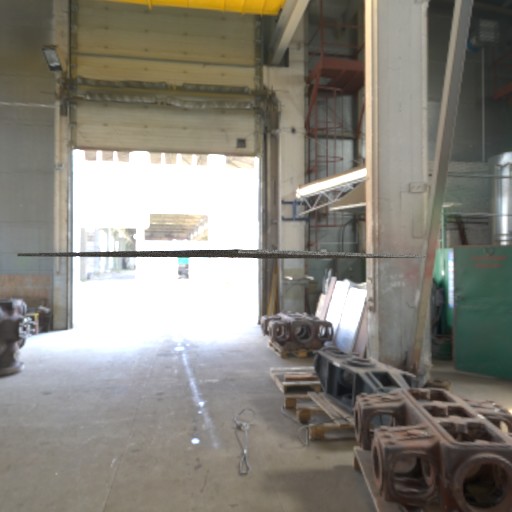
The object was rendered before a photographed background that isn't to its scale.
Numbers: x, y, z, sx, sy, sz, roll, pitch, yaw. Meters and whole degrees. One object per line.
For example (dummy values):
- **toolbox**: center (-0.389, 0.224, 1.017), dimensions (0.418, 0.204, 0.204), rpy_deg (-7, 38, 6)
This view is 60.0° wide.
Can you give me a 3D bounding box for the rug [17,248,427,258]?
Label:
- **rug**: center (0.000, 0.000, 2.279), dimensions (1.208, 0.012, 1.819), rpy_deg (-1, -1, 36)
